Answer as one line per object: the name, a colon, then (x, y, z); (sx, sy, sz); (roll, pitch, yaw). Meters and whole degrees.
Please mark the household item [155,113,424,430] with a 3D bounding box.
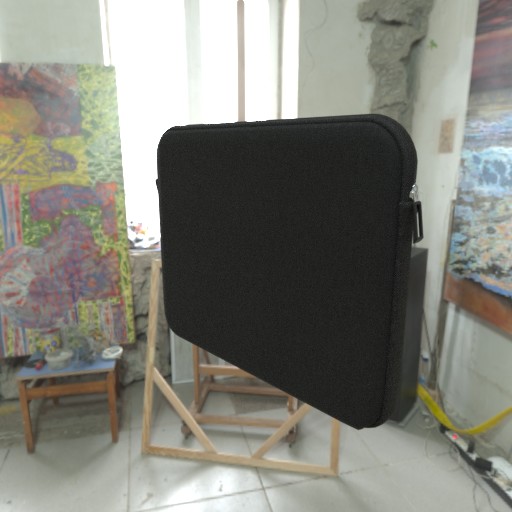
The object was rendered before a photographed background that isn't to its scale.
household item: (0.000, 0.000, 0.521); (0.030, 0.305, 0.396); (-13, 19, -42)
